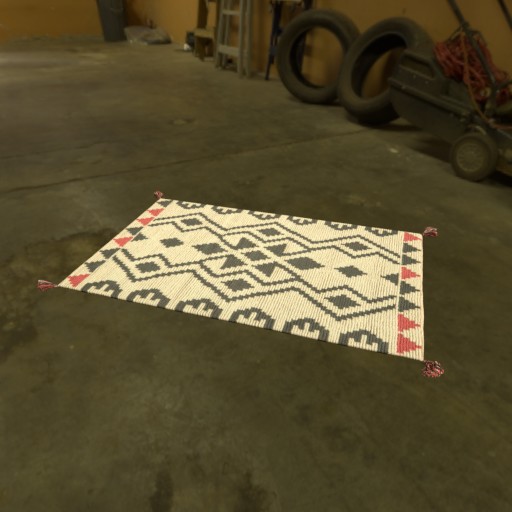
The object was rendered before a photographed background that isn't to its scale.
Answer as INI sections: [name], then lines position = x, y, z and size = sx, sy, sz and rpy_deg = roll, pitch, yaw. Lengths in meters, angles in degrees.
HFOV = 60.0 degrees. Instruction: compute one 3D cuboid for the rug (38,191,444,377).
[rug]
position = 0.000, 0.000, 3.386
size = 2.672, 0.066, 1.741
rpy_deg = 9, 33, 15
